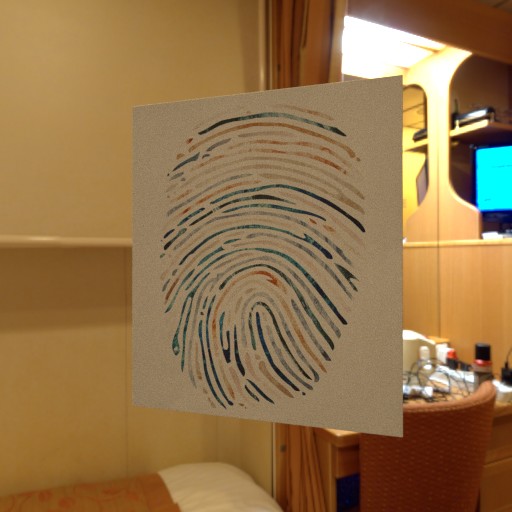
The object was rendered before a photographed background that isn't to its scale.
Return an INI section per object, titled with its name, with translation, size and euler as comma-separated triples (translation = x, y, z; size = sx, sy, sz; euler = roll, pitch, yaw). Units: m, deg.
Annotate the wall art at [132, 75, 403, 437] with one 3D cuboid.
[wall art]
translation = 0.000, 0.000, 0.969
size = 0.609, 0.710, 0.021
euler = 0, 0, 18
